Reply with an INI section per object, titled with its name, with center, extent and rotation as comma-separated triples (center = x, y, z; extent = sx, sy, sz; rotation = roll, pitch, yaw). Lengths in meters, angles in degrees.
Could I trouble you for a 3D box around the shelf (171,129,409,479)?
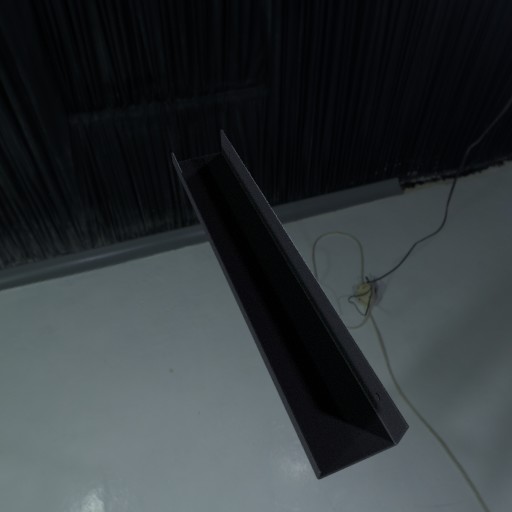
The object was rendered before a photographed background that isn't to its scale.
[shelf]
center = 0.000, 0.000, 0.654
extent = 0.102, 0.053, 0.605
rotation = -16, 50, -14
